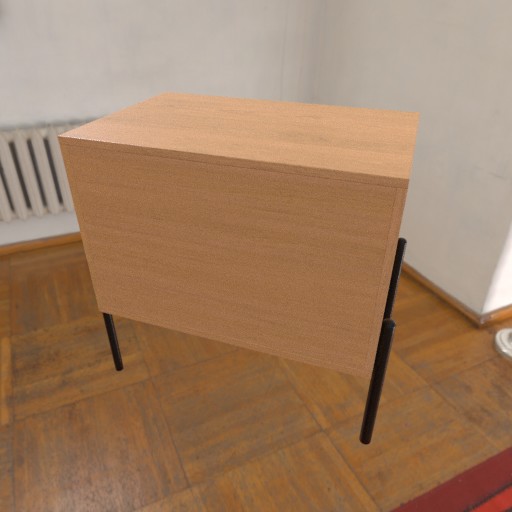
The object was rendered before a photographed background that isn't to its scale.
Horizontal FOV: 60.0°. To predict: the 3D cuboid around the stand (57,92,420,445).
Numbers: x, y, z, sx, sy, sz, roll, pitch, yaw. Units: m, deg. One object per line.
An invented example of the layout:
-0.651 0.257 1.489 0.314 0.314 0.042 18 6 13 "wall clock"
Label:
0.000 0.000 0.997 0.630 0.600 0.400 11 33 17 "stand"
